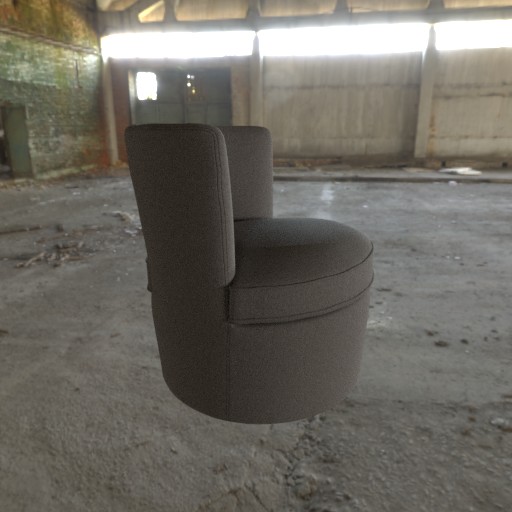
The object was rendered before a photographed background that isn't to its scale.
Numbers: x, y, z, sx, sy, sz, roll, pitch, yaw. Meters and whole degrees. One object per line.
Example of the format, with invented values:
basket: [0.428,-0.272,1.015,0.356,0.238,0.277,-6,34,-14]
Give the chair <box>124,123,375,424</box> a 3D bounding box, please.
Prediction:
chair: [0.000,0.000,1.265,0.660,0.719,0.689,3,16,10]
